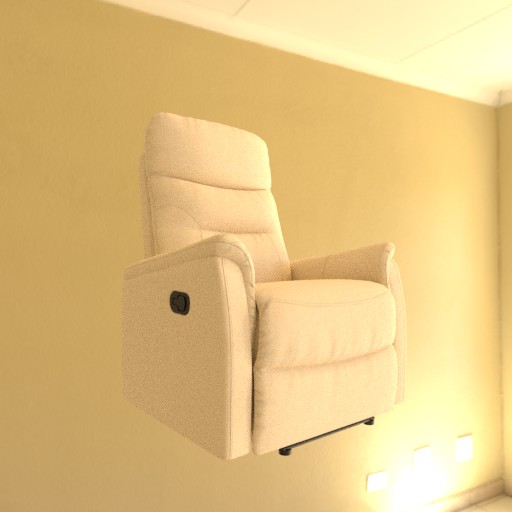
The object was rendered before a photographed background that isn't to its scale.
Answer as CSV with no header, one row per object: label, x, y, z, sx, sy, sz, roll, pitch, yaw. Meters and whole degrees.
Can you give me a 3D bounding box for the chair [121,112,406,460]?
chair,0.000,0.000,1.590,0.775,1.082,0.831,1,-1,-38
